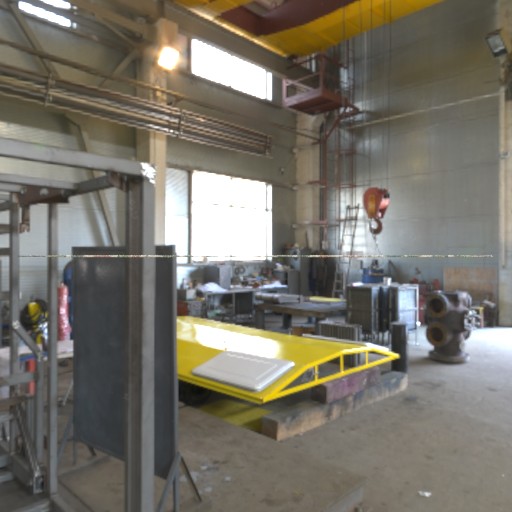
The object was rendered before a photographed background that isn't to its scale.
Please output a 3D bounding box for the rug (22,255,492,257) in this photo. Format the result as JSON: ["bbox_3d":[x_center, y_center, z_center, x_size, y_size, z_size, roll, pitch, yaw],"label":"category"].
[{"bbox_3d":[0.000,0.000,2.997,2.438,0.011,1.524,0,0,-1],"label":"rug"}]
